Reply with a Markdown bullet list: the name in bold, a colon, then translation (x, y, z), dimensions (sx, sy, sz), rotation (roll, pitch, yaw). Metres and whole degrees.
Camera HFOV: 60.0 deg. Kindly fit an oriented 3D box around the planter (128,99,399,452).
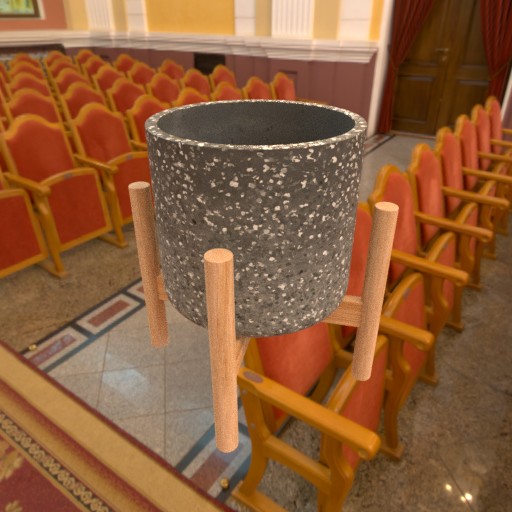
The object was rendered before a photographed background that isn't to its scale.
- **planter**: translation (0.000, 0.000, 0.530), dimensions (0.284, 0.320, 0.284), rotation (19, 34, 31)
